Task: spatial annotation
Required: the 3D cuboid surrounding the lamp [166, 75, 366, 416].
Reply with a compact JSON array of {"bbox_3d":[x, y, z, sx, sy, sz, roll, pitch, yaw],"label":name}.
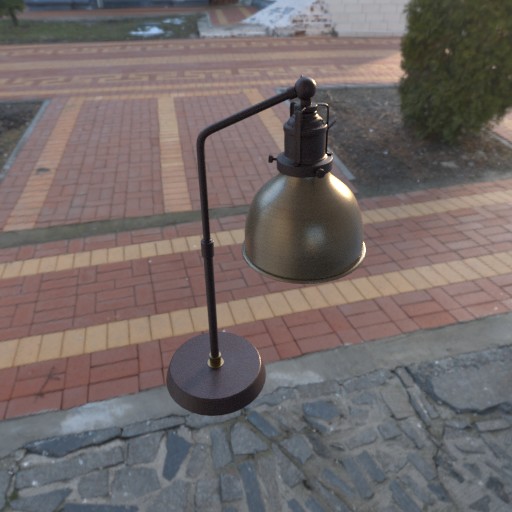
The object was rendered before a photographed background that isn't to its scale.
[{"bbox_3d":[0.000,0.000,0.615,0.298,0.469,0.175,1,33,1],"label":"lamp"}]
